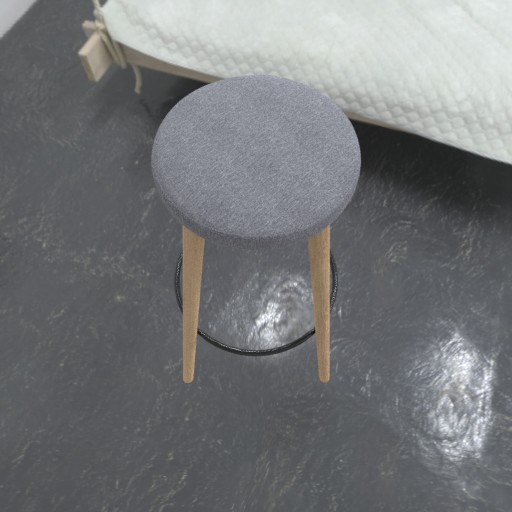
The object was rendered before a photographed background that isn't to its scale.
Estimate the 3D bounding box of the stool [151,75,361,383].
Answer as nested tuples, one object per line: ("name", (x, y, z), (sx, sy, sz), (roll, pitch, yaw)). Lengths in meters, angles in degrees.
("stool", (0.000, 0.000, 0.991), (0.410, 0.770, 0.410), (0, 63, 0))
